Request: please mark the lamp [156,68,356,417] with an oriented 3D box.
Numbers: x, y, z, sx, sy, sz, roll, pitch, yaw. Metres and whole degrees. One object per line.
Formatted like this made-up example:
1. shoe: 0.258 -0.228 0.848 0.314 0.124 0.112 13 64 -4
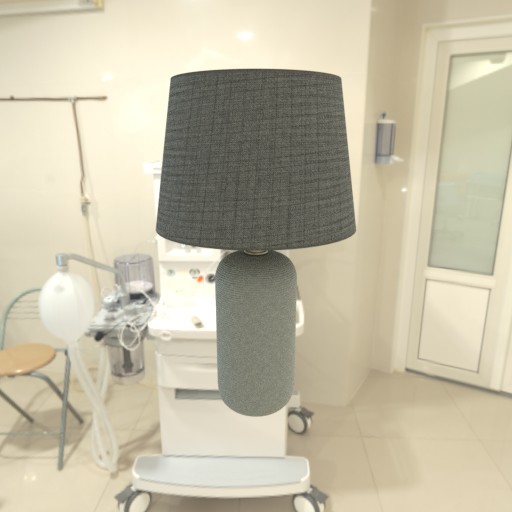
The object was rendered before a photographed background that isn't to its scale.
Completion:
1. lamp: 0.000 0.000 0.579 0.251 0.429 0.251 0 16 0
